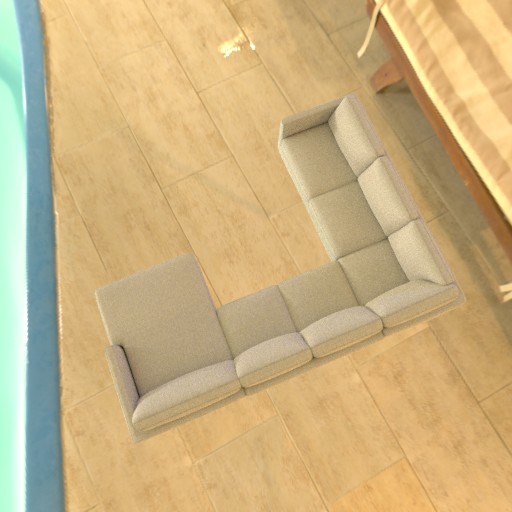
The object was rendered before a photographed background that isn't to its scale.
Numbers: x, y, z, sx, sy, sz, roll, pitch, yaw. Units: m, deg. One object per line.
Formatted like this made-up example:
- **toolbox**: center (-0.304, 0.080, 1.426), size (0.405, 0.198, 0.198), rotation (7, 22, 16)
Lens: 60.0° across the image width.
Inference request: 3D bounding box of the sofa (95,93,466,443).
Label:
- **sofa**: center (0.000, 0.000, 4.626), size (3.403, 0.889, 2.551), rotation (-22, 76, -6)
